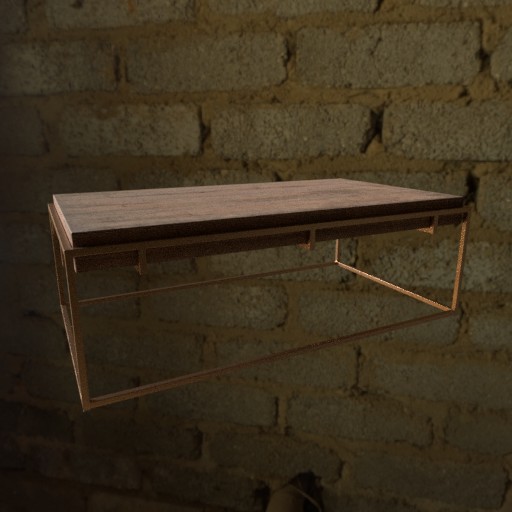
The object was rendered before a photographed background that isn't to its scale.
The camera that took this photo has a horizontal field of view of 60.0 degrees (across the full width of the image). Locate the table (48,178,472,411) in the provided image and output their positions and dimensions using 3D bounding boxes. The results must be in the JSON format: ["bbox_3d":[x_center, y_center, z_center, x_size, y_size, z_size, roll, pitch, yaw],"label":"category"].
[{"bbox_3d":[0.000,0.000,1.712,1.387,0.468,0.775,-8,17,-26],"label":"table"}]
